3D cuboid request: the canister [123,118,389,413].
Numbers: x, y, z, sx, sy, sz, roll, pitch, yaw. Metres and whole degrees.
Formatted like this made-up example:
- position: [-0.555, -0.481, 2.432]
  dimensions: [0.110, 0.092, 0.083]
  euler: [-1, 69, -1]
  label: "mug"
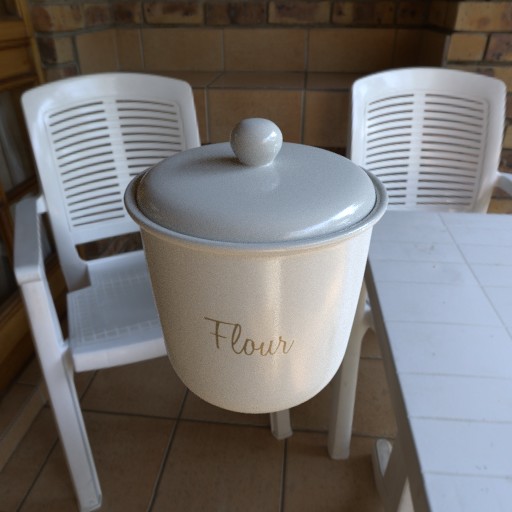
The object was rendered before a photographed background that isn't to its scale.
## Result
- position: [0.000, 0.000, 0.343]
  dimensions: [0.182, 0.208, 0.182]
  euler: [0, 31, 0]
  label: "canister"
